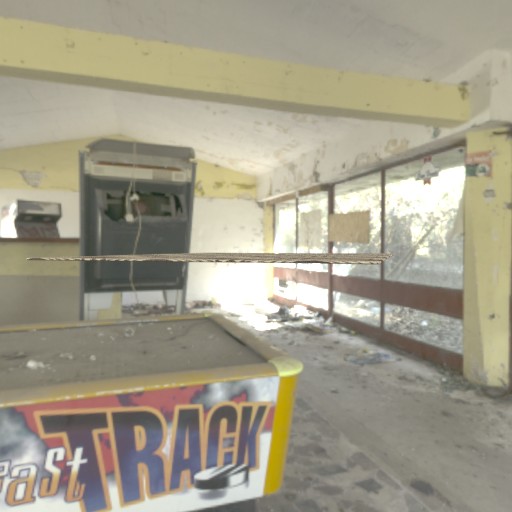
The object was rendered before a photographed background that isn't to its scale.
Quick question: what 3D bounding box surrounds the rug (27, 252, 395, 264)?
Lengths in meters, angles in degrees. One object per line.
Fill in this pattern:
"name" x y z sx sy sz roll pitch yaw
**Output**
"rug" 0.000 0.000 4.197 2.438 0.016 3.048 0 1 19
